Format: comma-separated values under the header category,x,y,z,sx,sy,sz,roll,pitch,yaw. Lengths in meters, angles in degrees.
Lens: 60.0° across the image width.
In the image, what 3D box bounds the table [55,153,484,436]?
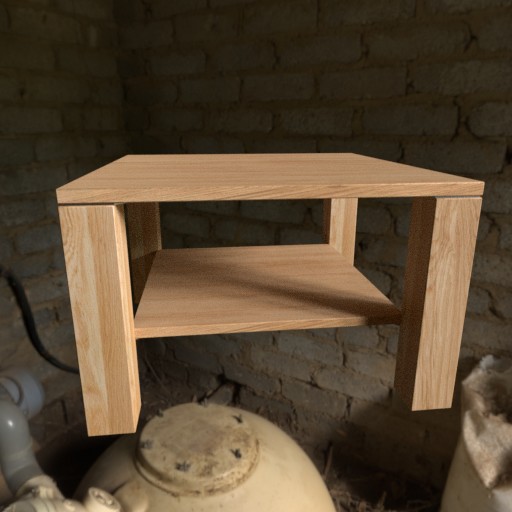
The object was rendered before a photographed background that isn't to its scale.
category,x,y,z,sx,sy,sz,roll,pitch,yaw
table,0.000,0.000,1.111,0.700,0.450,0.700,-2,17,-7
